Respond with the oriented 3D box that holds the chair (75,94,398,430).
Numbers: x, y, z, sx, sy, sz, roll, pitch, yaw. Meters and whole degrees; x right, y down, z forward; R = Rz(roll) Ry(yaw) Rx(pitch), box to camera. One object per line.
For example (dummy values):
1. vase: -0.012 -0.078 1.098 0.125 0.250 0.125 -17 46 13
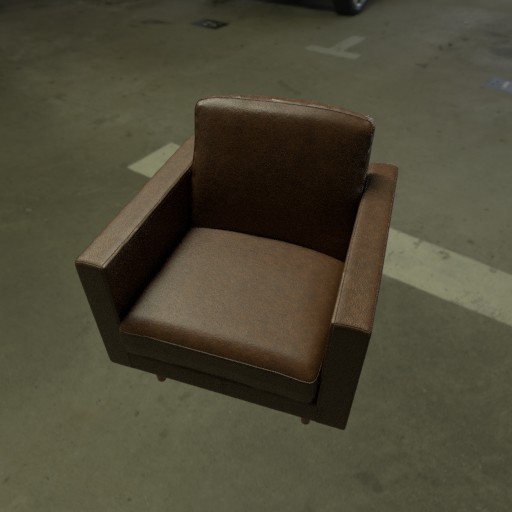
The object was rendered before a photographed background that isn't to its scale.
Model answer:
1. chair: 0.000 0.000 1.657 0.890 0.956 0.909 12 43 13
